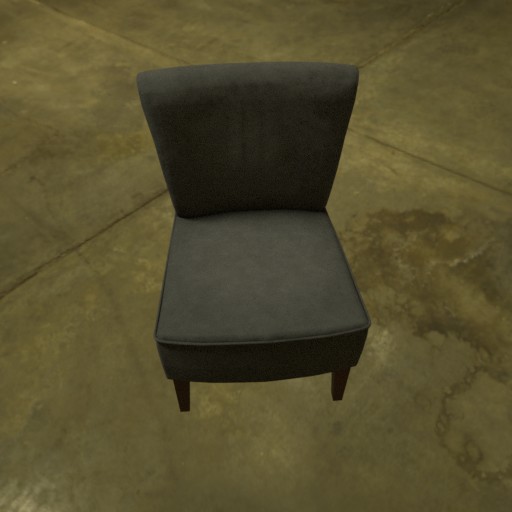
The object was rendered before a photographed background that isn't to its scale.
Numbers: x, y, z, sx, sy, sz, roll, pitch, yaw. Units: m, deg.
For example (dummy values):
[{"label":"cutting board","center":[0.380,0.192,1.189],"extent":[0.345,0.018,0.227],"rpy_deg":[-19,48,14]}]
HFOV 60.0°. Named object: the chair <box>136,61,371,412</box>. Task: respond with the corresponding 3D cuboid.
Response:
[{"label":"chair","center":[0.000,0.000,1.172],"extent":[0.521,0.806,0.554],"rpy_deg":[-3,47,-3]}]
